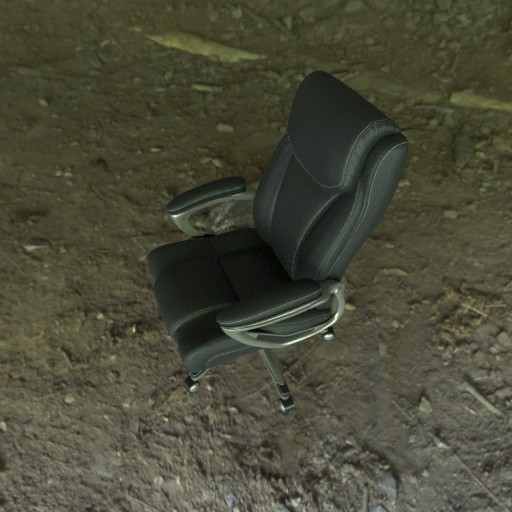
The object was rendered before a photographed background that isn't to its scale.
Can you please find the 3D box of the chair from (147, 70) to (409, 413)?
[{"bbox_3d":[0.000,0.000,1.674,0.784,1.167,0.741,-17,47,-16],"label":"chair"}]
